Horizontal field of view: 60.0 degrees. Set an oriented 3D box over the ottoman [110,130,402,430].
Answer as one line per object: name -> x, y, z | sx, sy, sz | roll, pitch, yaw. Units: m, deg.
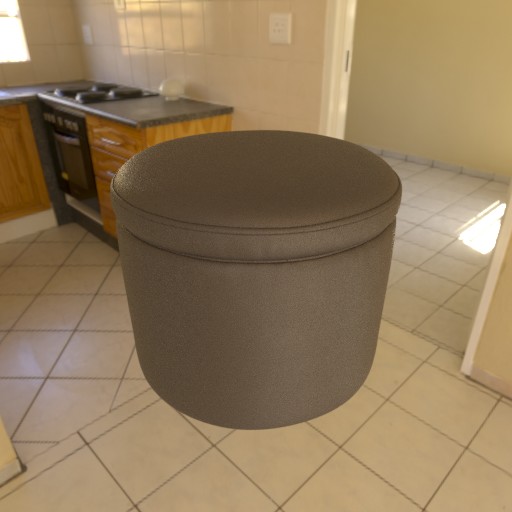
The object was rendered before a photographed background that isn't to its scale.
ottoman -> 0.000, 0.000, 0.861 | 0.500, 0.409, 0.500 | 0, 28, 0
